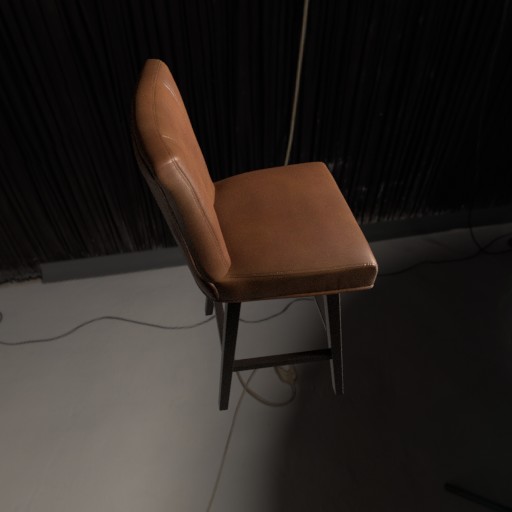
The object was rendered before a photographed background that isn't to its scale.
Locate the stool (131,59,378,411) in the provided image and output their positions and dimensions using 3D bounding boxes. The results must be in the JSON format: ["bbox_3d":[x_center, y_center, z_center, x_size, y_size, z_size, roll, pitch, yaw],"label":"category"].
[{"bbox_3d":[0.000,0.000,1.419,0.585,1.094,0.522,-8,47,-8],"label":"stool"}]
